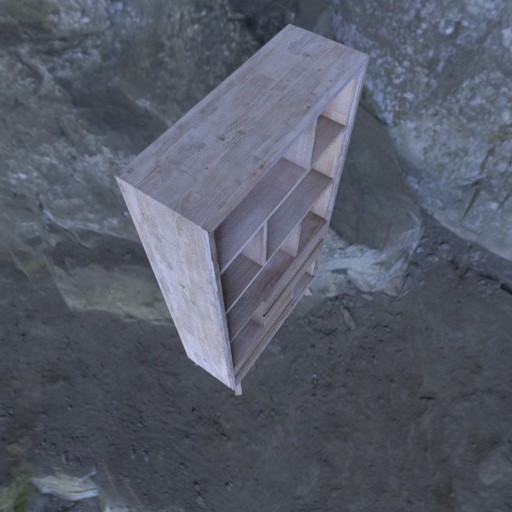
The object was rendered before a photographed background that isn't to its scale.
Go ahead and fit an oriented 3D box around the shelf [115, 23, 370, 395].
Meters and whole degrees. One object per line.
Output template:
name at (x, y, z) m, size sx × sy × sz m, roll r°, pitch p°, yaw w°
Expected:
shelf at (0.000, 0.000, 1.782) m, size 0.308 × 1.471 × 0.748 m, roll 31°, pitch 64°, yaw 17°
